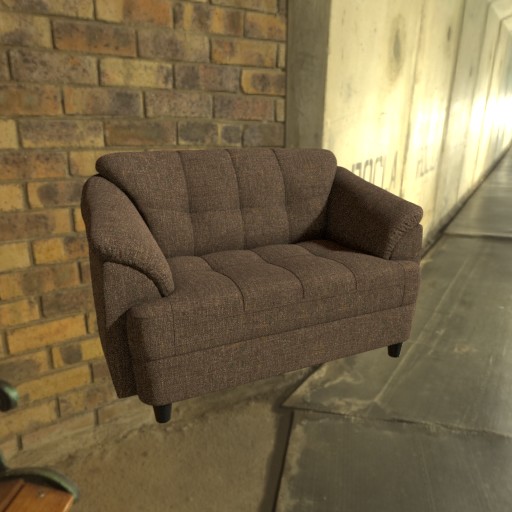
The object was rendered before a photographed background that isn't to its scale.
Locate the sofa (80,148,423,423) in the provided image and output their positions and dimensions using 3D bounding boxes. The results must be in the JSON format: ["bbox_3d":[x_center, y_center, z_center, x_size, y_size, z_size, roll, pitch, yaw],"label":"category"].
[{"bbox_3d":[0.000,0.000,1.950,1.404,0.895,0.799,-8,18,-25],"label":"sofa"}]
